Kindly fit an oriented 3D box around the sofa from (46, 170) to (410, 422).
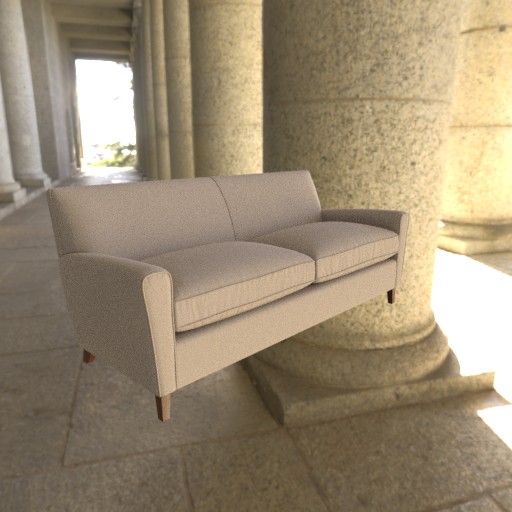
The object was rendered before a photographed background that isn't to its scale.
[{"bbox_3d":[0.000,0.000,2.516,0.875,0.846,2.000,14,20,43],"label":"sofa"}]
